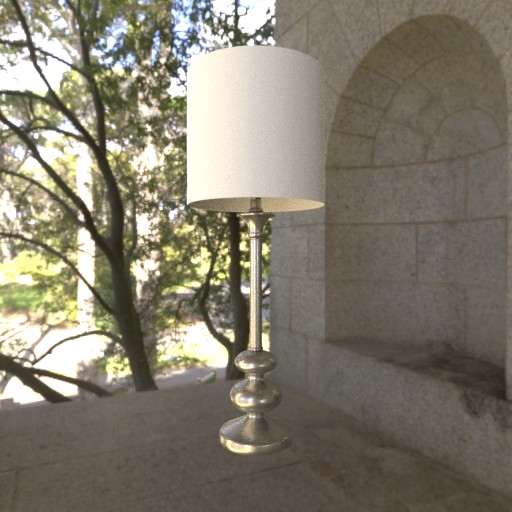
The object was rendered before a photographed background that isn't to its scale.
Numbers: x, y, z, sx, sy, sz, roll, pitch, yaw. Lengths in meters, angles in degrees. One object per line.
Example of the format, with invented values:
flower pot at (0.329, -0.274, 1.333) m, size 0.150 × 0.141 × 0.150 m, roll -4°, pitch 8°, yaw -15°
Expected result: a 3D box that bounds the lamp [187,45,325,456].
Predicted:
lamp at (0.000, 0.000, 0.827) m, size 0.254 × 0.690 × 0.254 m, roll 0°, pitch 0°, yaw 35°
